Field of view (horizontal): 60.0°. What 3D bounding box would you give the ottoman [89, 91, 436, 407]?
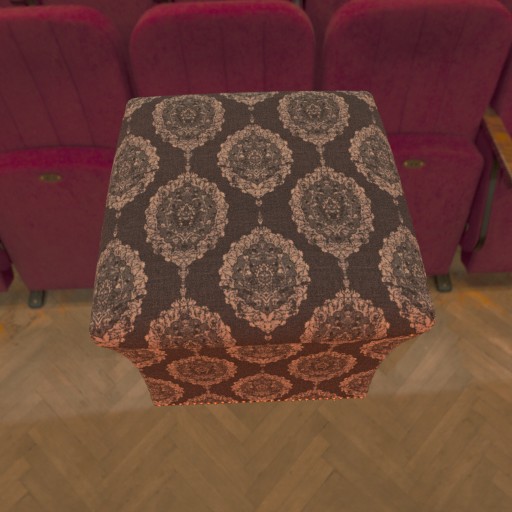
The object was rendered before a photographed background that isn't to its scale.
[{"bbox_3d":[0.000,0.000,0.897,0.497,0.475,0.507,-2,58,-1],"label":"ottoman"}]
